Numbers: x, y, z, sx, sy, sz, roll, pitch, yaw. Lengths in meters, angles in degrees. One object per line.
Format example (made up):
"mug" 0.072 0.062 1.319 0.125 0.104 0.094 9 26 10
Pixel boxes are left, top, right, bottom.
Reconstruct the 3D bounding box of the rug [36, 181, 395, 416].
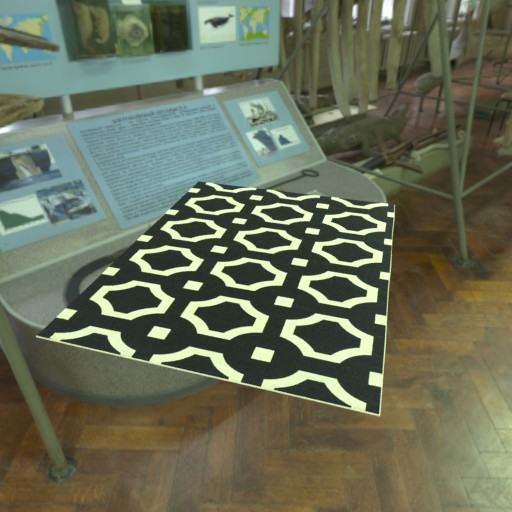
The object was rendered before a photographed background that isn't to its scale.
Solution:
"rug" 0.000 0.000 4.194 2.466 0.021 3.049 9 33 14
